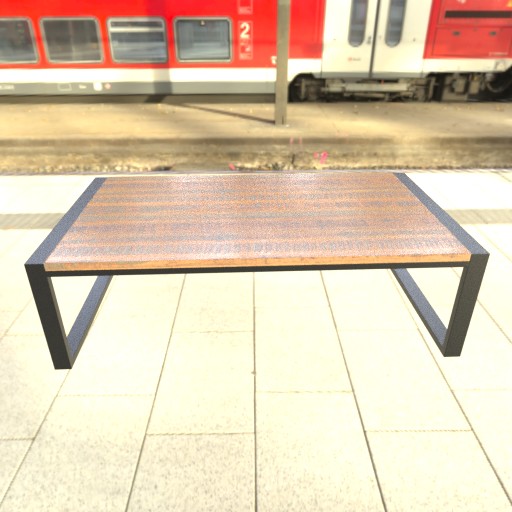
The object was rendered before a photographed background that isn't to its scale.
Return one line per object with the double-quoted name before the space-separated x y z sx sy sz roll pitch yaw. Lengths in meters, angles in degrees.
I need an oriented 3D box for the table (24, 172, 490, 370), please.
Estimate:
"table" 0.000 0.000 1.705 1.350 0.400 0.750 -1 29 -2
